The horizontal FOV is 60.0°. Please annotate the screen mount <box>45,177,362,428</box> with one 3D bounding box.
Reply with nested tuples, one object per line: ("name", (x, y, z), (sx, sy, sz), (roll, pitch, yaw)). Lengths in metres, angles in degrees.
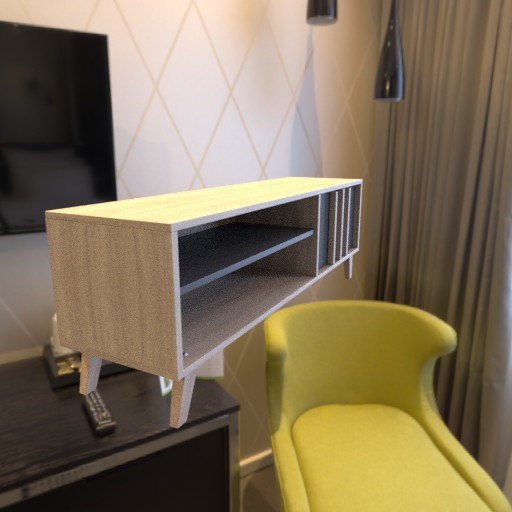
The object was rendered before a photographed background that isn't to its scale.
("screen mount", (0.000, 0.000, 1.718), (0.401, 0.509, 1.500), (7, 16, 27))
